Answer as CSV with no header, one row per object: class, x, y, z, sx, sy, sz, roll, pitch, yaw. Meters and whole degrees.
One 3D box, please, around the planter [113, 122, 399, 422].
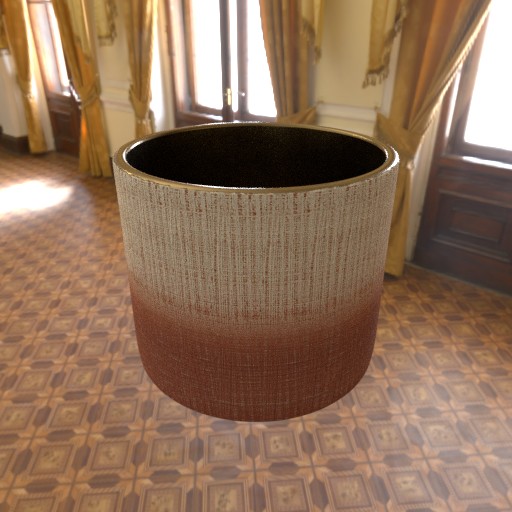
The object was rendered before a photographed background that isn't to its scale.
planter,0.000,0.000,0.449,0.254,0.221,0.254,0,27,0
